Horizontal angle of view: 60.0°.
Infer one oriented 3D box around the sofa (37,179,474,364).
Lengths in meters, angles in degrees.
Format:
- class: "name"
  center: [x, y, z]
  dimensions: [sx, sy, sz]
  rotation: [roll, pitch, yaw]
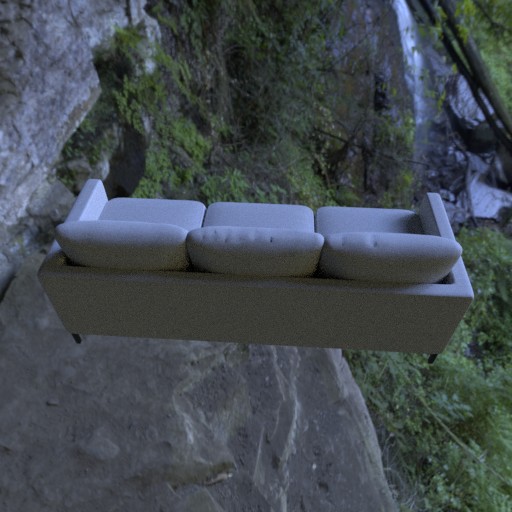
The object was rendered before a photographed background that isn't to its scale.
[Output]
- class: "sofa"
  center: [0.000, 0.000, 2.667]
  dimensions: [2.218, 0.874, 0.859]
  rotation: [3, 47, 3]
